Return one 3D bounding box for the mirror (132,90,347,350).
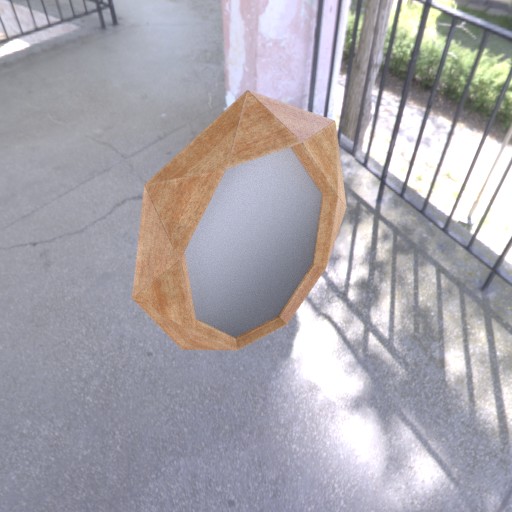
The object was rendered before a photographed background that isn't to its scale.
[{"bbox_3d":[0.000,0.000,1.025,0.577,0.774,0.070,-23,51,-21],"label":"mirror"}]
